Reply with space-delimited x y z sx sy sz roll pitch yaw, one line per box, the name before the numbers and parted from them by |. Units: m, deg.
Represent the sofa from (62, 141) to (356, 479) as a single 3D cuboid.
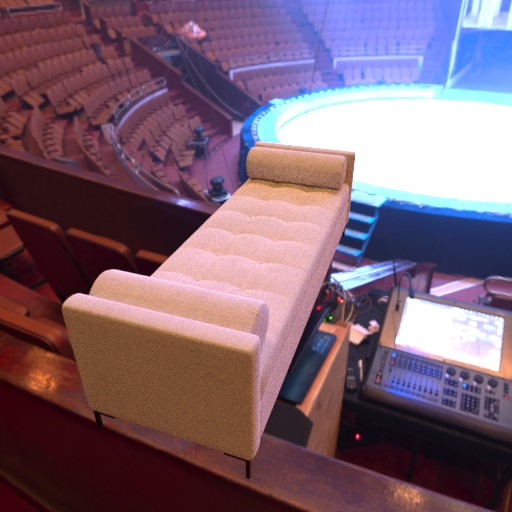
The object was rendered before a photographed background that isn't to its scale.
sofa | 0.000 0.000 2.320 0.686 0.635 1.981 10 32 17
